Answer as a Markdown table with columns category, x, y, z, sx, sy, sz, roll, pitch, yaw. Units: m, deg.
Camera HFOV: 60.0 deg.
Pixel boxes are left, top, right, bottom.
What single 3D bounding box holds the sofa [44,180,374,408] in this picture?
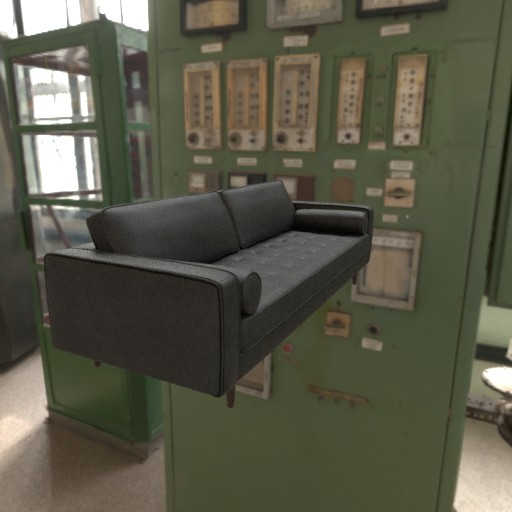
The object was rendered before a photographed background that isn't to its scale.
| category | x | y | z | sx | sy | sz | roll | pitch | yaw |
| --- | --- | --- | --- | --- | --- | --- | --- | --- | --- |
| sofa | 0.000 | 0.000 | 2.625 | 0.914 | 0.762 | 2.210 | 7 | 16 | 27 |
